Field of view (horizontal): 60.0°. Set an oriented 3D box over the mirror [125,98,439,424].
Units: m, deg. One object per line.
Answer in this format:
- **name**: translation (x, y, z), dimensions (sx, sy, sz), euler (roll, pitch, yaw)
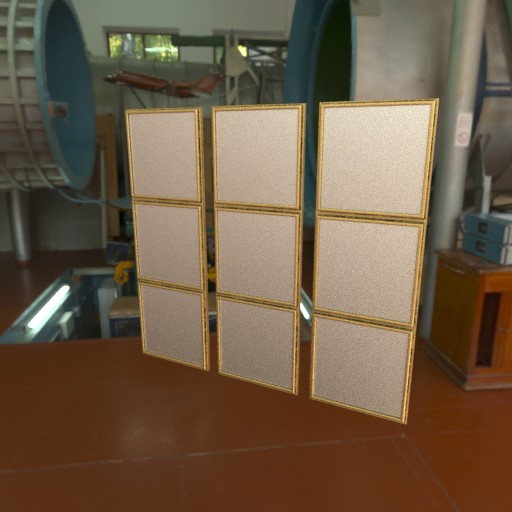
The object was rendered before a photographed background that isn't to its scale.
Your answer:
- **mirror**: translation (0.000, 0.000, 1.432), dimensions (1.011, 0.926, 0.023), euler (7, 16, 26)
